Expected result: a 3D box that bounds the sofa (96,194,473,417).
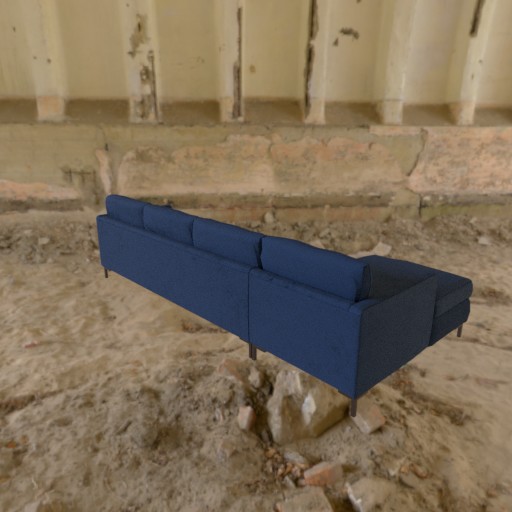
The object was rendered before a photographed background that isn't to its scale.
[{"bbox_3d":[0.000,0.000,2.985,1.128,0.679,2.450,-16,24,-41],"label":"sofa"}]
